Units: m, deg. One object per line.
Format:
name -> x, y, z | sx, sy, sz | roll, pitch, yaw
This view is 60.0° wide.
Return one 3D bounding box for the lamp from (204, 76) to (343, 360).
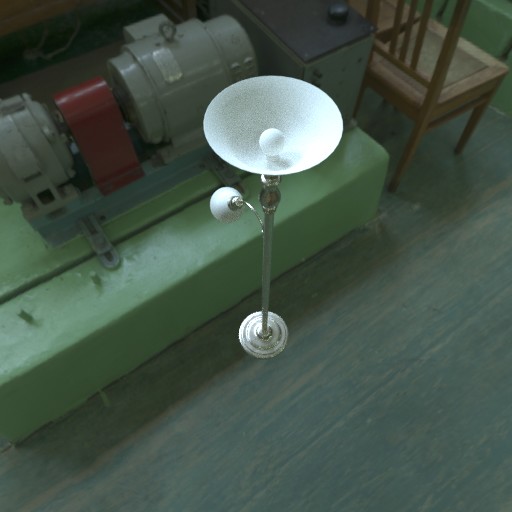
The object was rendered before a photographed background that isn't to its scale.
lamp -> 0.000, 0.000, 2.097 | 0.405, 1.785, 0.575 | -32, 65, -17
